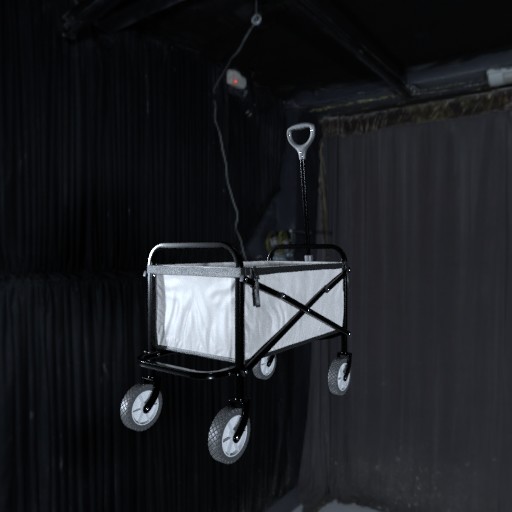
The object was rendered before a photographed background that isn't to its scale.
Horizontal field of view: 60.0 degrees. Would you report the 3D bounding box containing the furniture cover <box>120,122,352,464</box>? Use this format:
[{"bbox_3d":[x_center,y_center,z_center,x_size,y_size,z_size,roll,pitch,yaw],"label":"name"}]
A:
[{"bbox_3d":[0.000,0.000,1.886,0.532,1.295,1.038,1,1,36],"label":"furniture cover"}]
